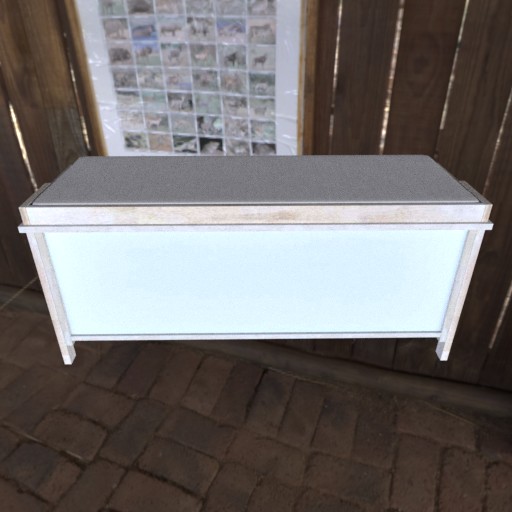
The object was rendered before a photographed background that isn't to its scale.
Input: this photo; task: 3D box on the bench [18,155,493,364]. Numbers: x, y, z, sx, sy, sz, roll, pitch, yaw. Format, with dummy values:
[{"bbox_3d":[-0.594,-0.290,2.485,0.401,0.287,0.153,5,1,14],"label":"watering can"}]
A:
[{"bbox_3d":[0.000,0.000,1.336,1.140,0.501,0.398,0,30,-1],"label":"bench"}]
